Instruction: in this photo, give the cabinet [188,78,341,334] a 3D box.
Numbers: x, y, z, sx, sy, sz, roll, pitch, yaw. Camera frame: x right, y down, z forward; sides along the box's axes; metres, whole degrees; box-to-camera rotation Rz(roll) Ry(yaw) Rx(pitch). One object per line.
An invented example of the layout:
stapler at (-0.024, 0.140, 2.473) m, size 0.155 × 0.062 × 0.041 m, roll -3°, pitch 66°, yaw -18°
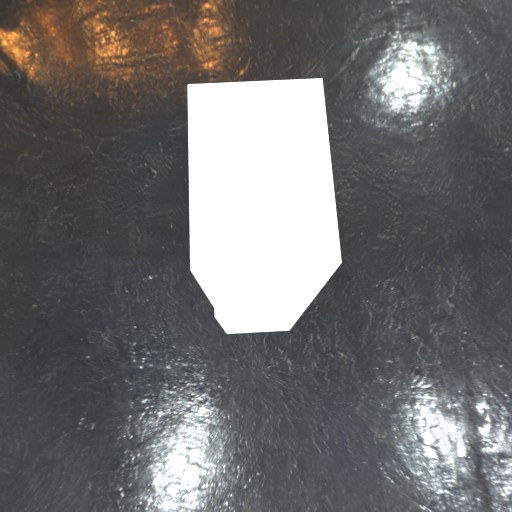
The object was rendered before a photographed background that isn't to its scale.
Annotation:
cabinet at (0.000, 0.000, 1.531) m, size 0.300 × 1.350 × 0.400 m, roll -3°, pitch 75°, yaw -1°
